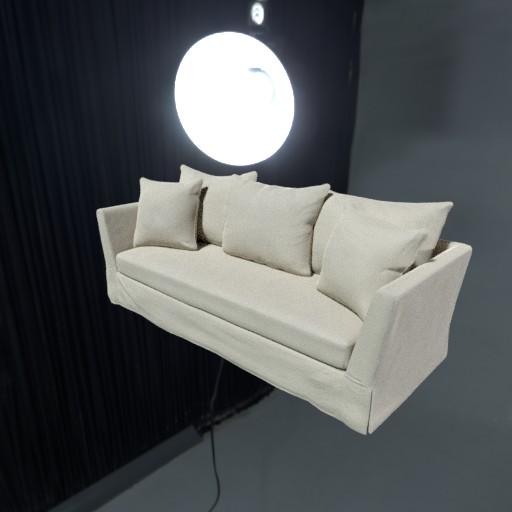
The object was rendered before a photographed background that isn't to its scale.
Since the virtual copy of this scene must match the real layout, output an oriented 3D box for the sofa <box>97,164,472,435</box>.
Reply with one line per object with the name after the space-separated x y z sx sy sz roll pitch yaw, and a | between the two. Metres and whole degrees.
0.000 0.000 3.064 2.499 1.047 1.046 16 24 40 | sofa
